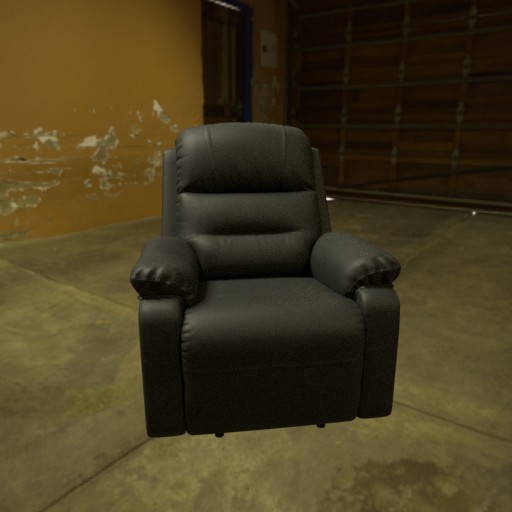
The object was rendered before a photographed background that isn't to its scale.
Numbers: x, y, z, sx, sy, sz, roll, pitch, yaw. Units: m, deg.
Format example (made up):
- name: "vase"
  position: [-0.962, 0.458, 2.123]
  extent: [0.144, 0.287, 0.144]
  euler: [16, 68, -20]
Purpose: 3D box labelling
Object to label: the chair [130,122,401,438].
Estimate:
- name: "chair"
  position: [0.000, 0.000, 1.683]
  extent: [0.855, 0.992, 0.919]
  euler: [-2, 15, -8]
